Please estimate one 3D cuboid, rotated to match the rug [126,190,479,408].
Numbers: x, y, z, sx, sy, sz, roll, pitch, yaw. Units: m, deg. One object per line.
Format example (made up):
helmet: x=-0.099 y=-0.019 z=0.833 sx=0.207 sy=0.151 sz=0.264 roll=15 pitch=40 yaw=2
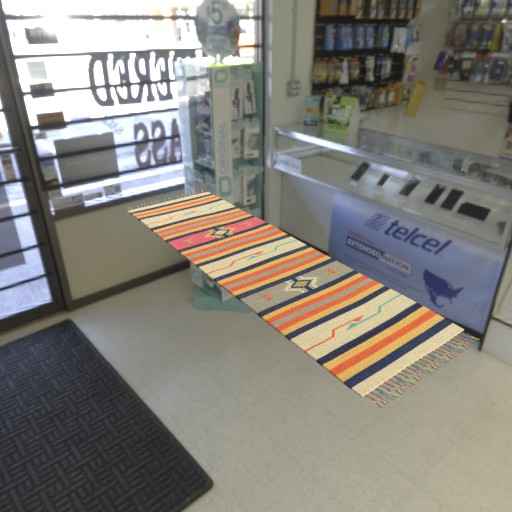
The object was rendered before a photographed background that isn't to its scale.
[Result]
rug: x=0.000 y=0.000 z=2.667 sx=0.695 sy=0.017 sz=2.455 roll=-19 pitch=33 yaw=-32
